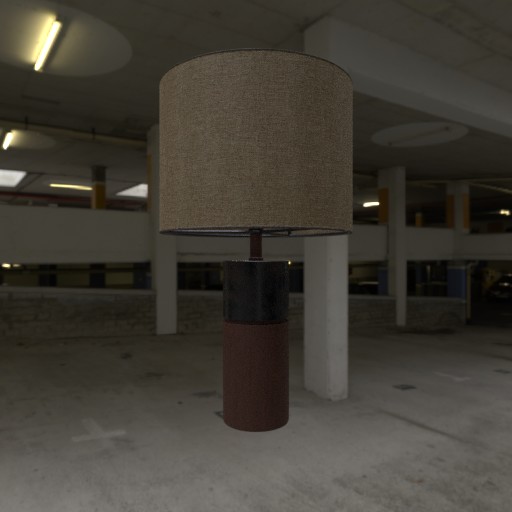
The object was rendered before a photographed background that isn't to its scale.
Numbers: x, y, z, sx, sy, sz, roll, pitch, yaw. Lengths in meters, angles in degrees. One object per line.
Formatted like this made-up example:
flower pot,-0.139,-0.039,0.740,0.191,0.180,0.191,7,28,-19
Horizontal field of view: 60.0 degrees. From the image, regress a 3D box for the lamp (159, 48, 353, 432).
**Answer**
lamp,0.000,0.000,0.474,0.202,0.350,0.202,0,0,0
